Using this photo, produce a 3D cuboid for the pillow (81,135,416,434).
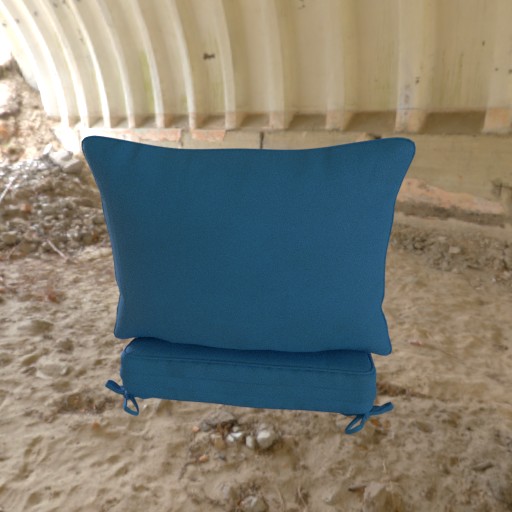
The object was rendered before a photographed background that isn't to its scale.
[{"bbox_3d":[0.000,0.000,1.364,0.798,0.725,0.733,2,16,8],"label":"pillow"}]
